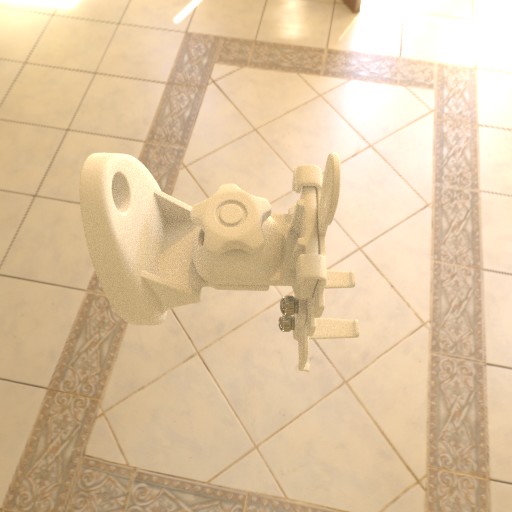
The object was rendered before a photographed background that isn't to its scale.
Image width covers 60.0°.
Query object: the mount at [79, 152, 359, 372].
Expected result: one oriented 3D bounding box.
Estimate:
[{"bbox_3d":[0.000,0.000,0.175,0.100,0.118,0.066,1,64,1],"label":"mount"}]
